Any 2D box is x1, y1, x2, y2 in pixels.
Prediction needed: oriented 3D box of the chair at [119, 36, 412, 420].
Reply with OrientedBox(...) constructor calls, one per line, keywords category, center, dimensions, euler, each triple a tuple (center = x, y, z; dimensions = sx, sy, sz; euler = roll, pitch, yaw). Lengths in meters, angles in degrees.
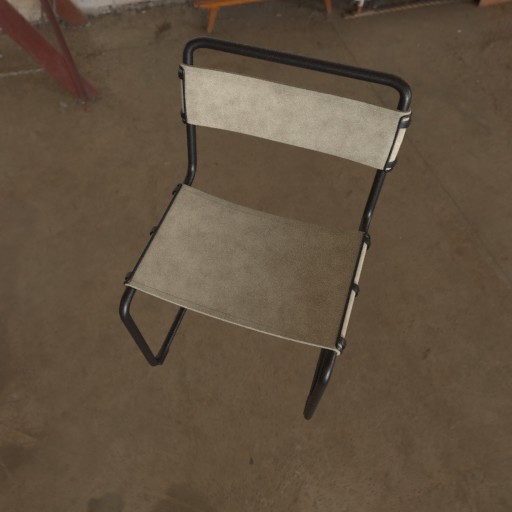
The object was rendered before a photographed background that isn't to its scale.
OrientedBox(category="chair", center=(0.000, 0.000, 1.054), dimensions=(0.499, 0.747, 0.497), euler=(16, 59, 10))
